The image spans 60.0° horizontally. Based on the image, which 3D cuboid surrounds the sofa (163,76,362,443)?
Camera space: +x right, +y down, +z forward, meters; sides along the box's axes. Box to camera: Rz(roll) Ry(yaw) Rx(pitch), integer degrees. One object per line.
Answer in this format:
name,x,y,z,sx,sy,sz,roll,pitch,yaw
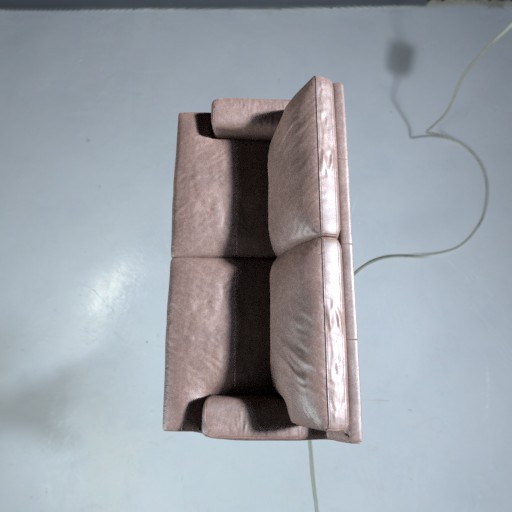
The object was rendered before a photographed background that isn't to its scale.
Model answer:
sofa,0.000,0.000,2.875,1.143,0.941,2.261,0,76,0
